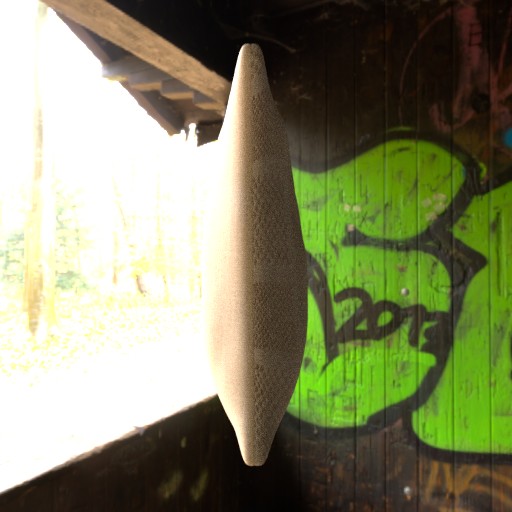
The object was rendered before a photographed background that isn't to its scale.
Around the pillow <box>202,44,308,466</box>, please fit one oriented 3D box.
[{"bbox_3d":[0.000,0.000,0.666,0.138,0.432,0.436,0,-1,1],"label":"pillow"}]
